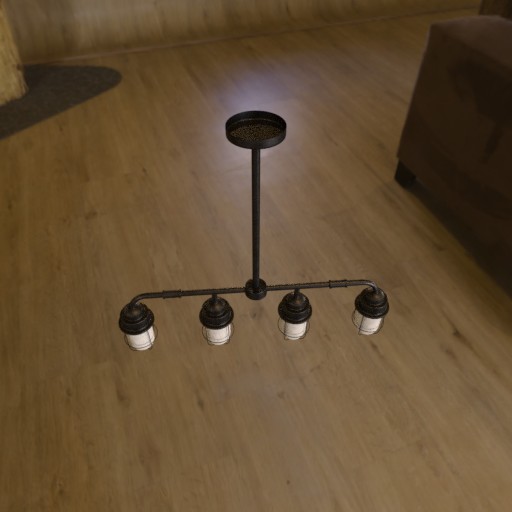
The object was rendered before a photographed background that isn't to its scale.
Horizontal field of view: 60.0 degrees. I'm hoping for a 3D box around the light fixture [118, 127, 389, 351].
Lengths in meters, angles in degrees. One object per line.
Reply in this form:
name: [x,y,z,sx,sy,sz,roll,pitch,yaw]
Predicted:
light fixture: [0.000,0.000,1.221,0.852,0.785,0.131,-3,45,-3]
